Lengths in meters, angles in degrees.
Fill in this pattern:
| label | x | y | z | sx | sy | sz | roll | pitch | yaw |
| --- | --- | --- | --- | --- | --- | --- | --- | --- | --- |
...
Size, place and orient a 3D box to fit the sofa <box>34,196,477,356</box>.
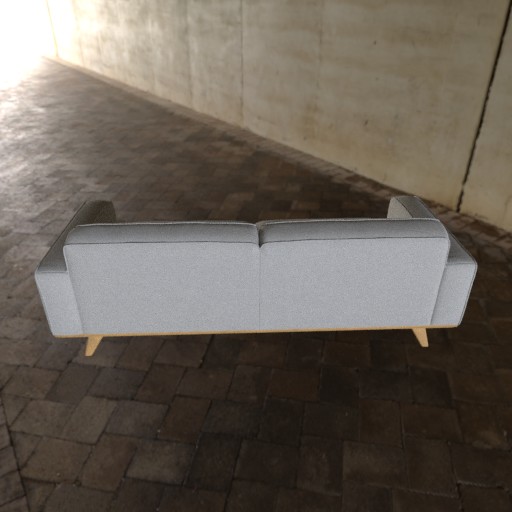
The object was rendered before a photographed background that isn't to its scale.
| label | x | y | z | sx | sy | sz | roll | pitch | yaw |
| --- | --- | --- | --- | --- | --- | --- | --- | --- | --- |
| sofa | 0.000 | 0.000 | 2.699 | 2.270 | 0.781 | 0.956 | -1 | 30 | -2 |
